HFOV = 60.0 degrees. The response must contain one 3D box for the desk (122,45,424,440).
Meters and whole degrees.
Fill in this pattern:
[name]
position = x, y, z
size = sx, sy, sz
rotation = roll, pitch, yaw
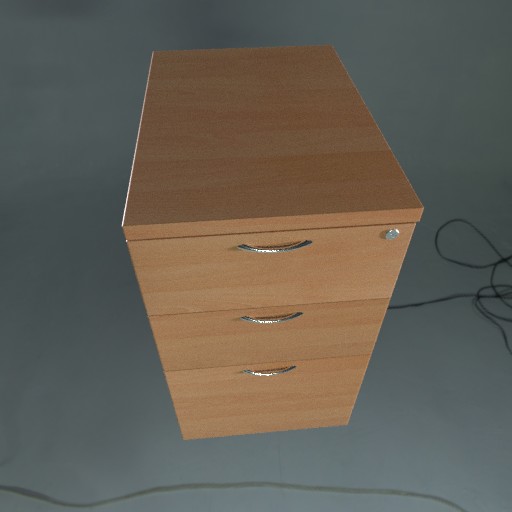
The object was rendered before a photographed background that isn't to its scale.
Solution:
[desk]
position = 0.000, 0.000, 1.049
size = 0.404, 0.730, 0.600
rotation = -4, 46, -4
